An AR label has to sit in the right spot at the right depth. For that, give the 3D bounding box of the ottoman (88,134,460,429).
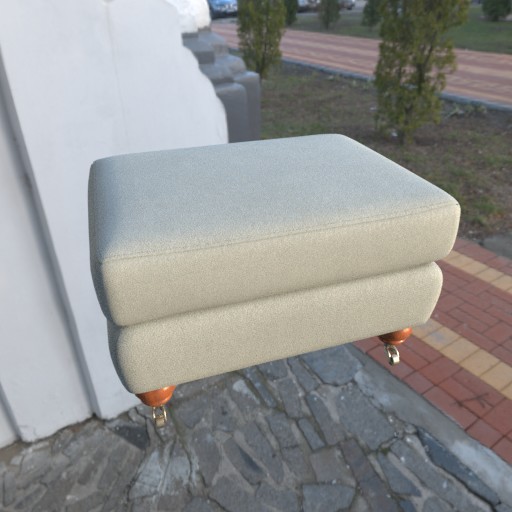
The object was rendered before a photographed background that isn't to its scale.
[{"bbox_3d":[0.000,0.000,1.154,0.773,0.499,0.569,-10,33,-16],"label":"ottoman"}]
